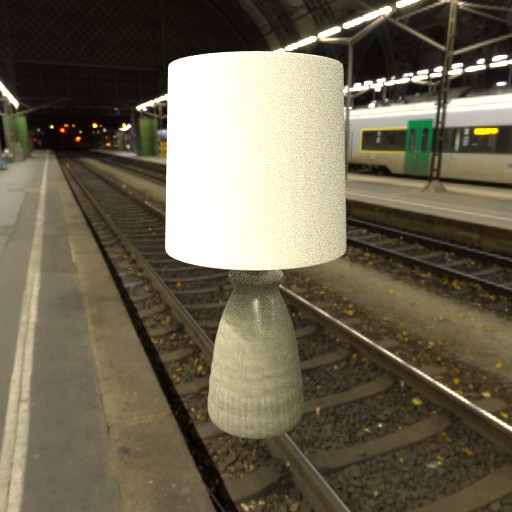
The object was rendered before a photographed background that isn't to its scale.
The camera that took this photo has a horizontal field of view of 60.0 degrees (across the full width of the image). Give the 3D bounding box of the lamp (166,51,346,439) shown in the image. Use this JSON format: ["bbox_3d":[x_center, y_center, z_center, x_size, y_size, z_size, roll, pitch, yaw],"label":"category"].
[{"bbox_3d":[0.000,0.000,0.469,0.186,0.369,0.186,0,14,0],"label":"lamp"}]
